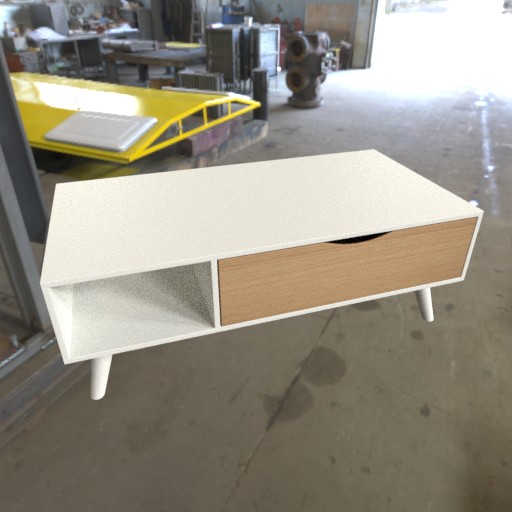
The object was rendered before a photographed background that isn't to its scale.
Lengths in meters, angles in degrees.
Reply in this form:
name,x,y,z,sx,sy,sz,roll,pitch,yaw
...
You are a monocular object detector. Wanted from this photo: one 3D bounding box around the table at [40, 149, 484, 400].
name,x,y,z,sx,sy,sz,roll,pitch,yaw
table,0.000,0.000,1.487,1.194,0.432,0.609,-10,32,-15
